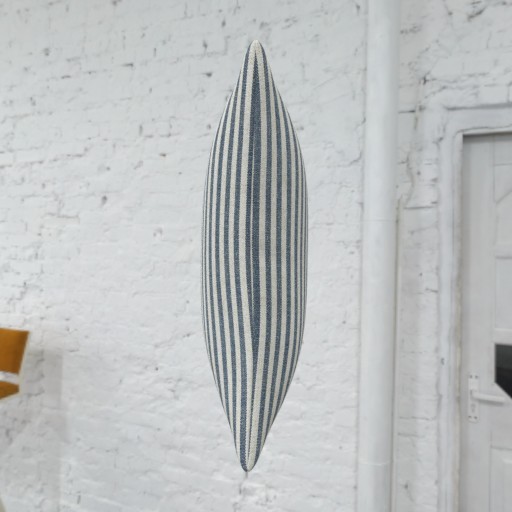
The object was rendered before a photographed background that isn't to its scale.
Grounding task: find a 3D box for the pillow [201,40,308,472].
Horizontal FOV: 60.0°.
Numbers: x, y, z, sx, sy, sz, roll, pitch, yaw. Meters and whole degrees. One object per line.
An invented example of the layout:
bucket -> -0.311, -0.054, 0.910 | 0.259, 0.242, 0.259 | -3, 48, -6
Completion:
pillow -> 0.000, 0.000, 0.780 | 0.166, 0.510, 0.523 | 0, 0, 1
